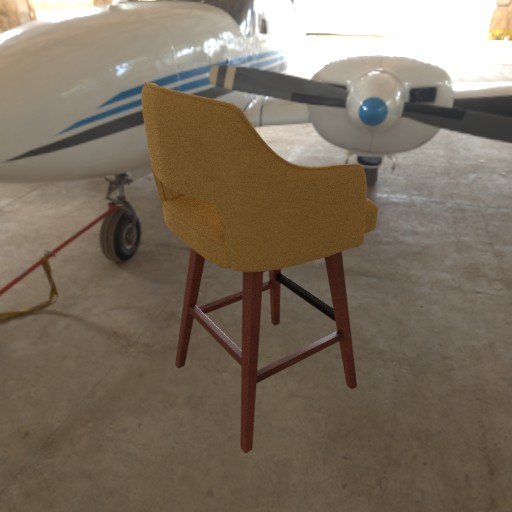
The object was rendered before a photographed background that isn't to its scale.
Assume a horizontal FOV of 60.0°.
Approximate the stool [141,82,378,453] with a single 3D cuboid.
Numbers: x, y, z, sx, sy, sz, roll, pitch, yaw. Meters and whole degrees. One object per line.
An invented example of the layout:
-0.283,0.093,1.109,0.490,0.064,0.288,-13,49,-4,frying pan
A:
0.000,0.000,1.361,0.558,1.012,0.548,-18,33,-30,stool
